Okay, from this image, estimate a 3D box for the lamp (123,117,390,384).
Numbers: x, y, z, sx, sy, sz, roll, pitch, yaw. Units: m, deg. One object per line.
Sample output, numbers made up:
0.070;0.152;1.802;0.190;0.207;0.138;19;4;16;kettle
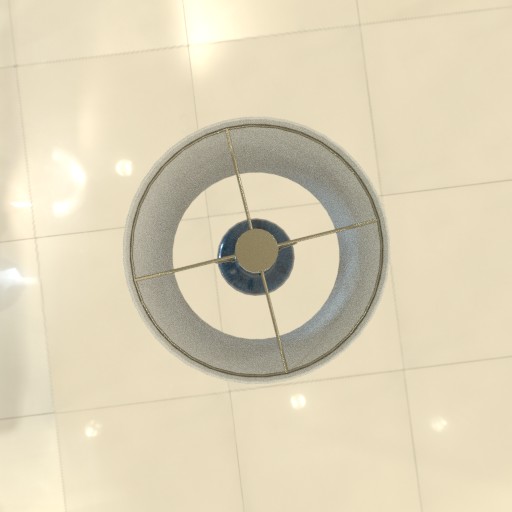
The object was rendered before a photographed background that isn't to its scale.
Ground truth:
0.000;0.000;0.601;0.220;0.475;0.220;0;89;0;lamp
